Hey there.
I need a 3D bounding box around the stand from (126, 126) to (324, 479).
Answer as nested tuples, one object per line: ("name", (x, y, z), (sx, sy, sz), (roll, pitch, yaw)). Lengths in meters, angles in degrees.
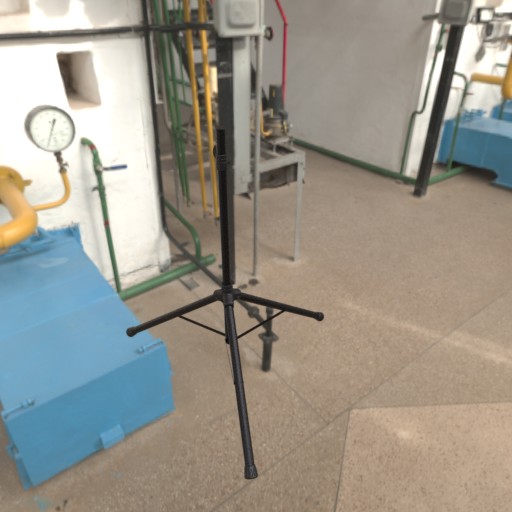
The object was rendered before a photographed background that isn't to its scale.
("stand", (0.000, 0.000, 1.878), (0.907, 1.136, 1.045), (-21, 37, -31))
